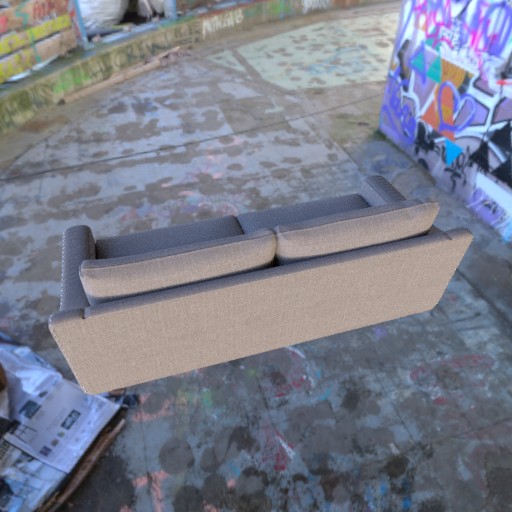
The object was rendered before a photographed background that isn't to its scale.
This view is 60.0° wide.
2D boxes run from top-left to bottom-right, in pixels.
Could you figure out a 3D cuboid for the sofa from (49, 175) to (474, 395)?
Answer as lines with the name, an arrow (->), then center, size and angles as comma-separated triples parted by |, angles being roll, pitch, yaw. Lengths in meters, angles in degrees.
sofa -> 0.000, 0.000, 2.718 | 2.208, 0.857, 1.000 | -11, 42, -13
